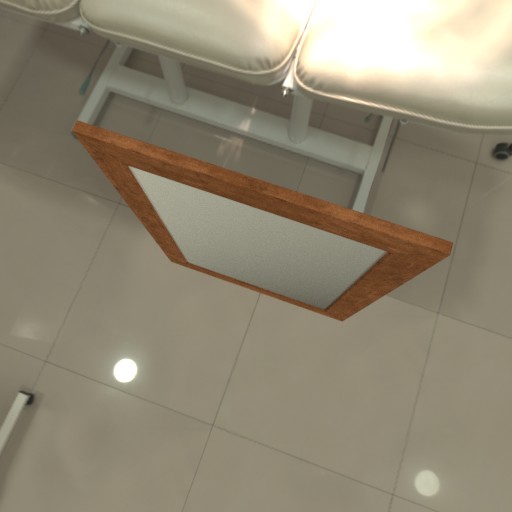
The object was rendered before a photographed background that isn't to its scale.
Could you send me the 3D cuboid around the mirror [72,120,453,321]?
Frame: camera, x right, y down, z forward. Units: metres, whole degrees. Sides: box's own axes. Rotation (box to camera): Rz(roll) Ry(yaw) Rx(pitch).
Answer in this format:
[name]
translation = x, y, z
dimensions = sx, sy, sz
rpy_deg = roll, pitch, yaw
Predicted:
[mirror]
translation = 0.000, 0.000, 1.409
dimensions = 0.796, 1.099, 0.028
rpy_deg = 19, 76, 5
